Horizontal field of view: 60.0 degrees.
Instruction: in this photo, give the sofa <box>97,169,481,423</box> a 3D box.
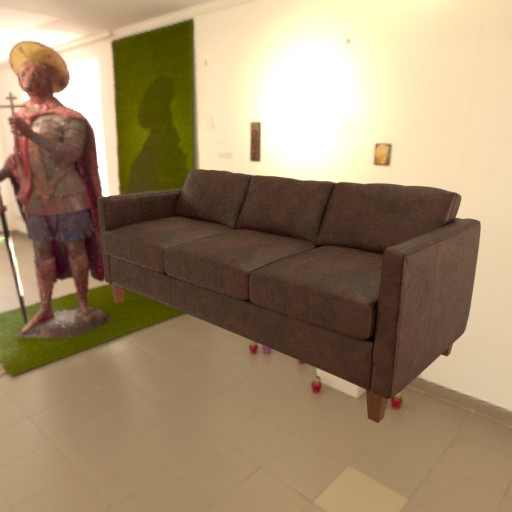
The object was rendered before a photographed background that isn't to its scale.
[{"bbox_3d":[0.000,0.000,2.944,2.464,1.006,1.045,13,20,41],"label":"sofa"}]
